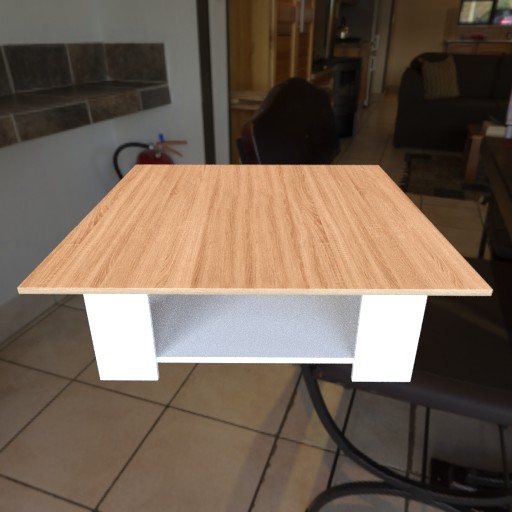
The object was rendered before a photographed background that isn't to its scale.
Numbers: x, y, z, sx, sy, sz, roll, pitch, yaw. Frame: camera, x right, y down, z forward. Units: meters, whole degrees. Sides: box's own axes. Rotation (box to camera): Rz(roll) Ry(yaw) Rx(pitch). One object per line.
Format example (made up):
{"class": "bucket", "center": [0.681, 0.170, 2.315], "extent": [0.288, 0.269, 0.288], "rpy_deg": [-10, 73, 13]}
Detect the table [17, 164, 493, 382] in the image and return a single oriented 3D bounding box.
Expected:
{"class": "table", "center": [0.000, 0.000, 1.295], "extent": [0.890, 0.305, 0.890], "rpy_deg": [0, 26, 0]}
